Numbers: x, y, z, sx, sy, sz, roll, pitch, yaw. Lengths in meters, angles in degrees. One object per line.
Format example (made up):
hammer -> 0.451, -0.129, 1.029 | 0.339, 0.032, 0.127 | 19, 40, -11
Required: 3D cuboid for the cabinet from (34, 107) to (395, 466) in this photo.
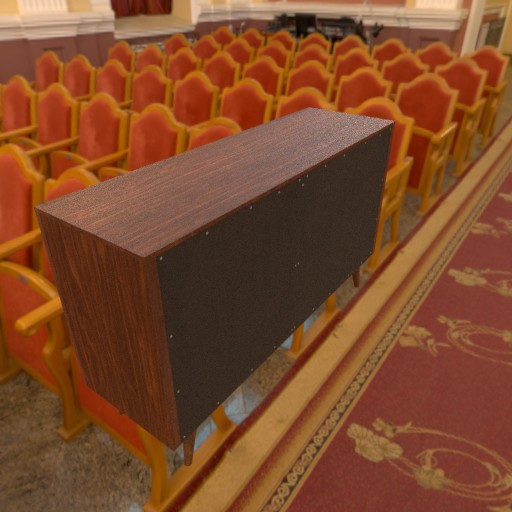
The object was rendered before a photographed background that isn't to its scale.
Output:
cabinet -> 0.000, 0.000, 1.971 | 0.505, 0.940, 1.575 | 21, 37, 31
